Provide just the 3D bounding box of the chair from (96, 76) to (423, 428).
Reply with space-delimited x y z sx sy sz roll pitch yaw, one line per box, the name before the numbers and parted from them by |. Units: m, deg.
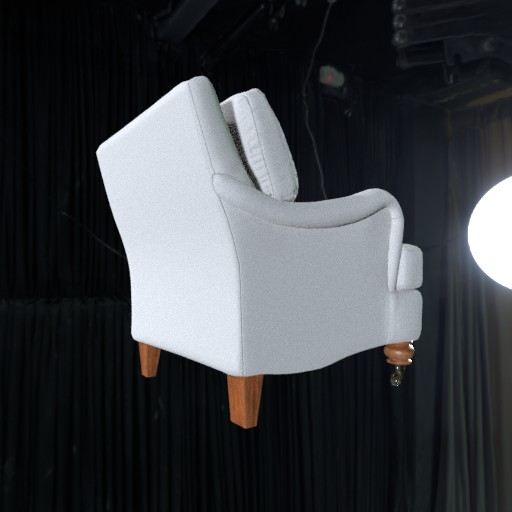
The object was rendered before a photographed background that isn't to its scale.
chair | 0.000 0.000 1.836 1.070 1.038 0.955 1 -2 -35
